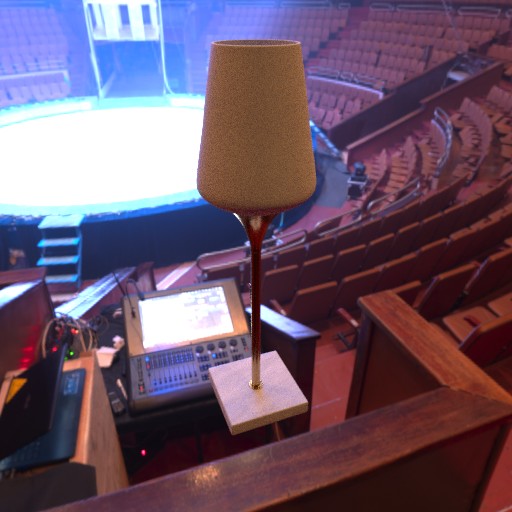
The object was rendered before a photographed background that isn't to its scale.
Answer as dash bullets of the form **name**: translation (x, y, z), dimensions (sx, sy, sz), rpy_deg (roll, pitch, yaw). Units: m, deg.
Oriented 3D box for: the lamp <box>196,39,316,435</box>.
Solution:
- **lamp**: translation (0.000, 0.000, 0.733), dimensions (0.181, 0.639, 0.181), rpy_deg (-11, 31, -18)
